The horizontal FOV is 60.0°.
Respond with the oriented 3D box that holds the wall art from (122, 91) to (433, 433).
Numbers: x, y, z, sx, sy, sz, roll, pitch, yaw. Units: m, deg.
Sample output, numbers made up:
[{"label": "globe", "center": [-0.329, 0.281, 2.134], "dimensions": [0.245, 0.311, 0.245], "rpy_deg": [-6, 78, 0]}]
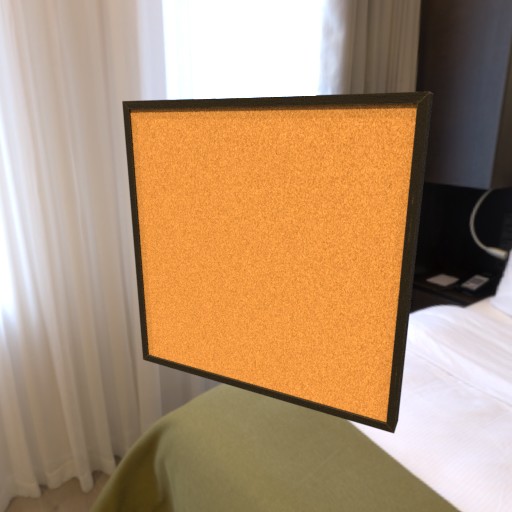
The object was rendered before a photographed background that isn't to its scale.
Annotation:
[{"label": "wall art", "center": [0.000, 0.000, 0.751], "dimensions": [0.506, 0.506, 0.036], "rpy_deg": [8, 18, 26]}]
